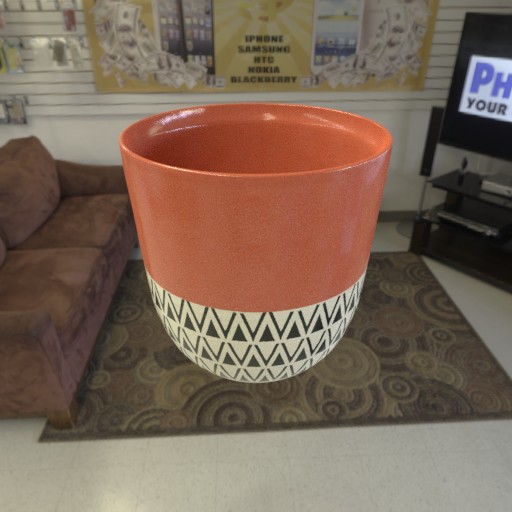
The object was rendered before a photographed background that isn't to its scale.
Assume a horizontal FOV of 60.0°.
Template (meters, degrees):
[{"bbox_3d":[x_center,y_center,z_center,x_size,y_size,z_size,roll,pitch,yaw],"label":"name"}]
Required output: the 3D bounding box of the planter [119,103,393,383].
[{"bbox_3d":[0.000,0.000,0.378,0.195,0.214,0.195,0,30,0],"label":"planter"}]
